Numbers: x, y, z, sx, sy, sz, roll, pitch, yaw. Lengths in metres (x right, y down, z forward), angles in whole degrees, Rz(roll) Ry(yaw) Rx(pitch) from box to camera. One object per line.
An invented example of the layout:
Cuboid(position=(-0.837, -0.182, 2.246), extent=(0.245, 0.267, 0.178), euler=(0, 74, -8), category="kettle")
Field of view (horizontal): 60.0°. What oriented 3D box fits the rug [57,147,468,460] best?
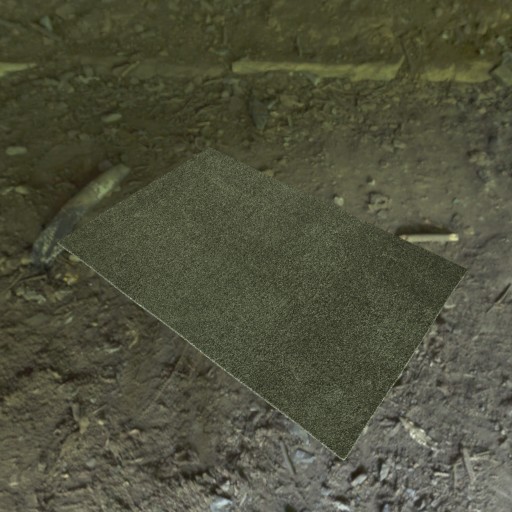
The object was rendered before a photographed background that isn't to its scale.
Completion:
Cuboid(position=(0.000, 0.000, 3.485), extent=(2.699, 0.026, 1.802), euler=(30, 53, 26), category="rug")
